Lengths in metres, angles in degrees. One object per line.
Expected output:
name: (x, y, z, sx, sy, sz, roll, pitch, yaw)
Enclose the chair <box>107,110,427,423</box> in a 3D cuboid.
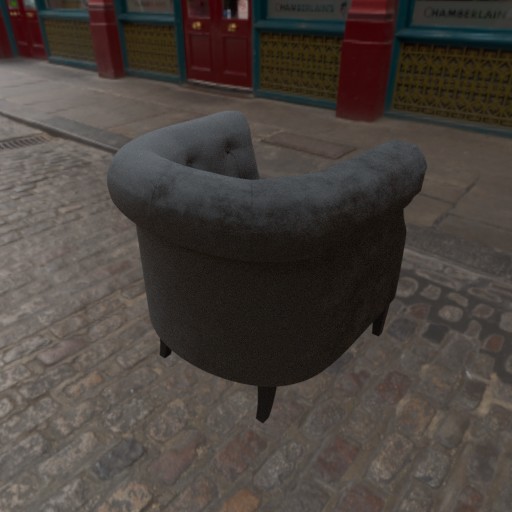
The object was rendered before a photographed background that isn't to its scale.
chair: (0.000, 0.000, 1.572, 0.904, 0.826, 0.851, 22, 36, 33)
